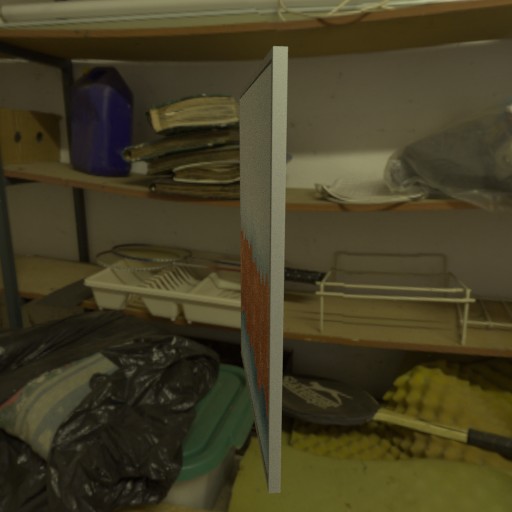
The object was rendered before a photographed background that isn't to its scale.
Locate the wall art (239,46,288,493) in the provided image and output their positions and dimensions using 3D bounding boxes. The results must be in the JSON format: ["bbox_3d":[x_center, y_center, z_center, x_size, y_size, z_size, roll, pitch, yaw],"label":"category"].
[{"bbox_3d":[0.000,0.000,1.377,0.034,1.042,0.789,-2,14,-7],"label":"wall art"}]
